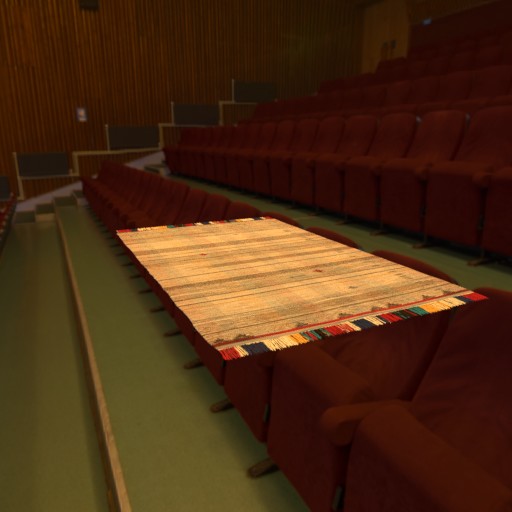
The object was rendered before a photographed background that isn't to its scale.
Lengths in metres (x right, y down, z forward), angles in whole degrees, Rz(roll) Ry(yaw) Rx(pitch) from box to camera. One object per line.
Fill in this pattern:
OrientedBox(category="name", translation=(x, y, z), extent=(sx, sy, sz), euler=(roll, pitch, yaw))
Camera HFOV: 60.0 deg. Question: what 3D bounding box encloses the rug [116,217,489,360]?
OrientedBox(category="rug", translation=(0.000, 0.000, 2.972), extent=(1.465, 0.012, 2.465), euler=(-8, 17, -25))
